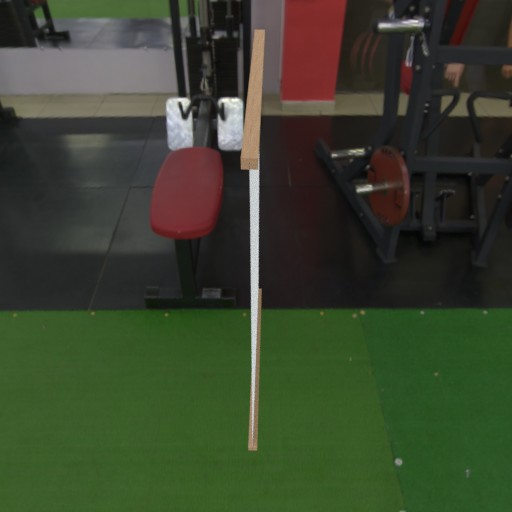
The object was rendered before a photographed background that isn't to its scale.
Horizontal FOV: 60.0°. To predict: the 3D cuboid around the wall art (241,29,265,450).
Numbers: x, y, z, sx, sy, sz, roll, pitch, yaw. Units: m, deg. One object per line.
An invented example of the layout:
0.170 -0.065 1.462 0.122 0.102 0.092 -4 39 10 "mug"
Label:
0.000 0.000 0.639 0.013 0.510 0.335 1 42 1 "wall art"
